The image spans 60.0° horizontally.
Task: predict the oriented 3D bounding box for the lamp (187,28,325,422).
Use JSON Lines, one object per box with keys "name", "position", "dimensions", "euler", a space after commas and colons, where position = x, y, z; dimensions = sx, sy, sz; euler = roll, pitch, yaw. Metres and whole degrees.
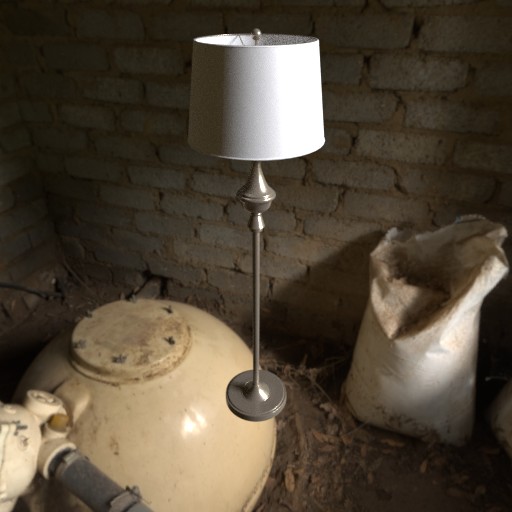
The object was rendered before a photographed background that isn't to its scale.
{"name": "lamp", "position": [0.000, 0.000, 1.626], "dimensions": [0.431, 1.488, 0.431], "euler": [0, 31, 0]}
